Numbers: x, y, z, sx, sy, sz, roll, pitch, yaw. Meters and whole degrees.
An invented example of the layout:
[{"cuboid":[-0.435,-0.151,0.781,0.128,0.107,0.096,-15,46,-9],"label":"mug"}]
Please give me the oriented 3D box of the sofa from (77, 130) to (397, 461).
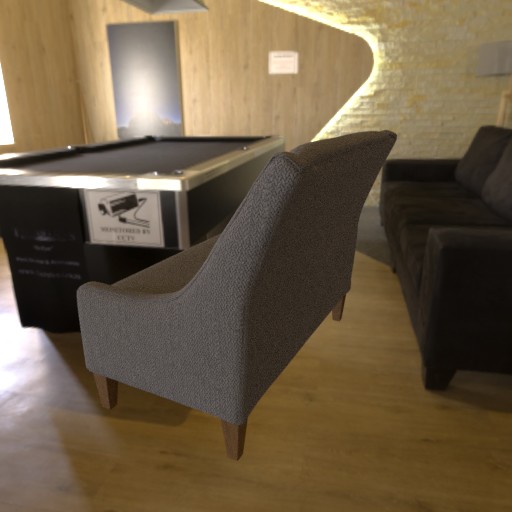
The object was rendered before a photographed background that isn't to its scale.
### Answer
[{"cuboid":[0.000,0.000,1.907,0.873,1.022,1.242,10,21,26],"label":"sofa"}]
